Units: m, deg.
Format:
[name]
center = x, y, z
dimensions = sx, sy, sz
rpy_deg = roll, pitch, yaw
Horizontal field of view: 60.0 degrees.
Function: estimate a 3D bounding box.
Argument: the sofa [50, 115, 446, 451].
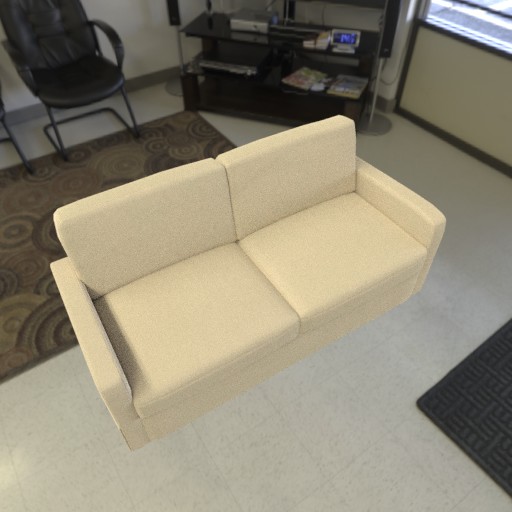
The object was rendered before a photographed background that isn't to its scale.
[sofa]
center = 0.000, 0.000, 2.244
dimensions = 1.808, 0.831, 0.894
rpy_deg = -24, 51, -21
